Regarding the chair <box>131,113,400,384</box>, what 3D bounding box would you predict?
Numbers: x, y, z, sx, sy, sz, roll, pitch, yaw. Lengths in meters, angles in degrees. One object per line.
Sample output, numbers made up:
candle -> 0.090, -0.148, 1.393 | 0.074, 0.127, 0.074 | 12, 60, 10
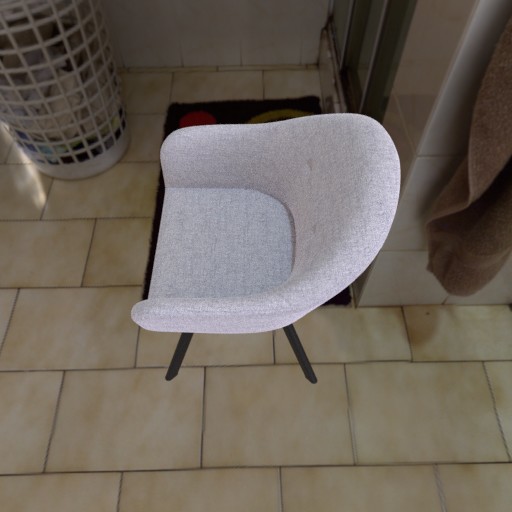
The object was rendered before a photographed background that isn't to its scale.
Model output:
chair -> 0.000, 0.000, 1.193 | 0.570, 0.780, 0.540 | 1, 58, 1
